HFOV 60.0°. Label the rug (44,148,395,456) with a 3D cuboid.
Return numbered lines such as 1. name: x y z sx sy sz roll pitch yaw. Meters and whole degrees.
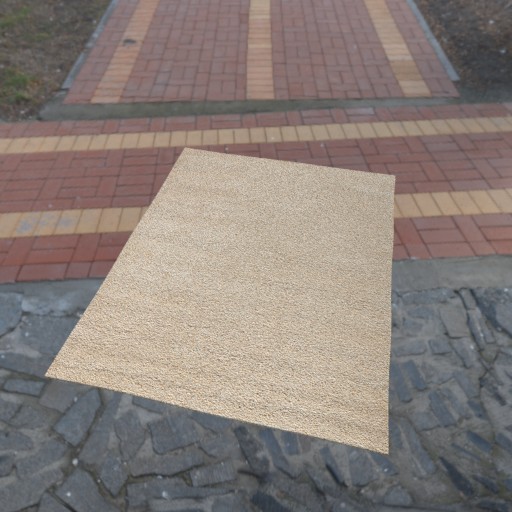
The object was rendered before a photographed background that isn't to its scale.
1. rug: 0.000 0.000 3.978 2.400 0.026 3.000 10 47 9
